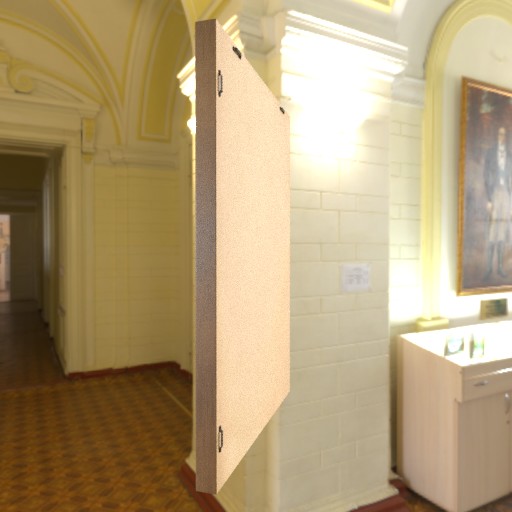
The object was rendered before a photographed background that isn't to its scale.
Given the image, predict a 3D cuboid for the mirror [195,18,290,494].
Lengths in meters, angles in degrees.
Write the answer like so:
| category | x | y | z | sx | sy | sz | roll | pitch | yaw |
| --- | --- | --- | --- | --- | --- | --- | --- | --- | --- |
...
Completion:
| category | x | y | z | sx | sy | sz | roll | pitch | yaw |
| --- | --- | --- | --- | --- | --- | --- | --- | --- | --- |
| mirror | 0.000 | 0.000 | 0.907 | 0.039 | 0.711 | 0.508 | 0 | 1 | 17 |
